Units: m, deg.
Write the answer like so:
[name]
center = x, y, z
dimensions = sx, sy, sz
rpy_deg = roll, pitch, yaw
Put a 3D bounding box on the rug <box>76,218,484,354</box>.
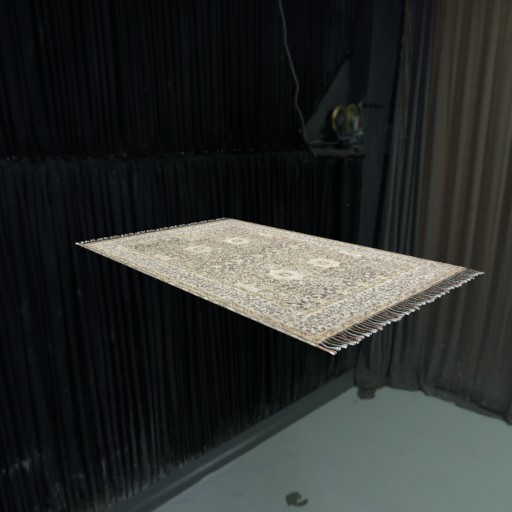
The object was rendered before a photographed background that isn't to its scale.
[rug]
center = 0.000, 0.000, 2.514
dimensions = 1.237, 0.010, 2.029
rpy_deg = -14, 21, -42
